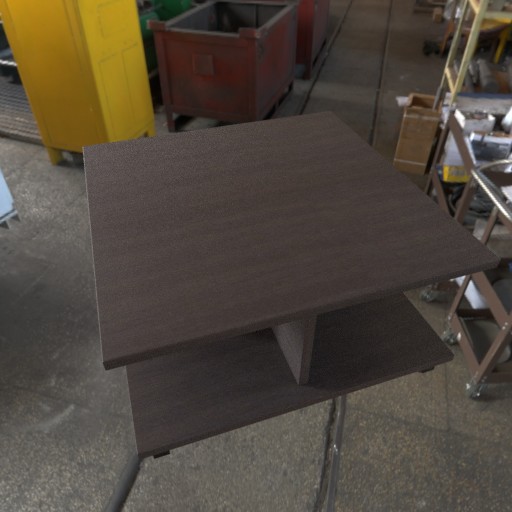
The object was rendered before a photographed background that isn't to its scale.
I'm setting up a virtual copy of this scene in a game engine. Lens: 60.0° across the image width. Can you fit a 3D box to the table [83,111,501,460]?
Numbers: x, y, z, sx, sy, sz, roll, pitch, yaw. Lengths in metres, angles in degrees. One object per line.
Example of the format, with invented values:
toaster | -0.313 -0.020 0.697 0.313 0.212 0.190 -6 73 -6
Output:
table | 0.000 0.000 1.183 0.762 0.396 0.762 -12 42 -14
